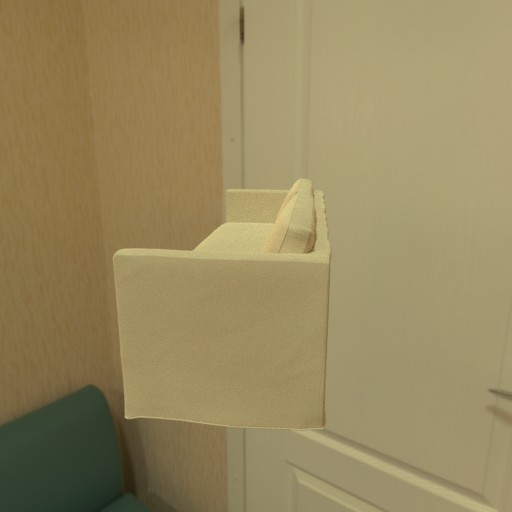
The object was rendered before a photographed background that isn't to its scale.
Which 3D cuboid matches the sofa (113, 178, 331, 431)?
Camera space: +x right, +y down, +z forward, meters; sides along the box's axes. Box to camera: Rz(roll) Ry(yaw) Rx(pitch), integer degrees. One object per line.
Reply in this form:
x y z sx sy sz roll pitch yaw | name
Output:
0.000 0.000 3.356 1.036 0.999 2.779 2 15 7 | sofa
